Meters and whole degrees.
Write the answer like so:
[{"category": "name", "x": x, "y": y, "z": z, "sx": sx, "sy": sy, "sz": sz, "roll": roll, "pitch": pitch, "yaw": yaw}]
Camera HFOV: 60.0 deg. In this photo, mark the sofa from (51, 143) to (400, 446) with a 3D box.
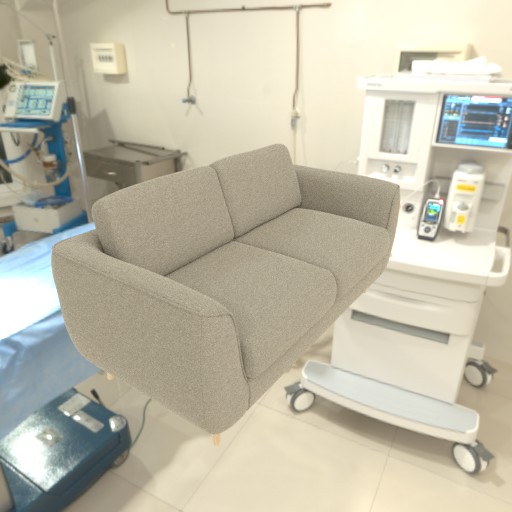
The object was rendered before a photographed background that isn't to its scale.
[{"category": "sofa", "x": 0.000, "y": 0.000, "z": 2.173, "sx": 0.920, "sy": 0.850, "sz": 1.700, "roll": 17, "pitch": 31, "yaw": 32}]
